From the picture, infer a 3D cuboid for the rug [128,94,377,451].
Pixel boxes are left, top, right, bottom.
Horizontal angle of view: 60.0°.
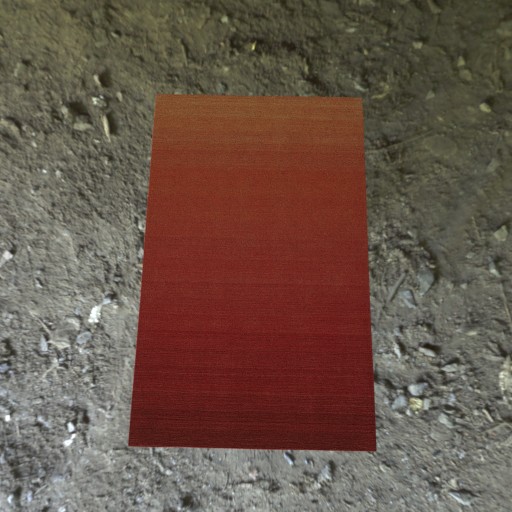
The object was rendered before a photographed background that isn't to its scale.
[{"bbox_3d":[0.000,0.000,3.004,1.531,0.010,2.442,1,77,0],"label":"rug"}]
